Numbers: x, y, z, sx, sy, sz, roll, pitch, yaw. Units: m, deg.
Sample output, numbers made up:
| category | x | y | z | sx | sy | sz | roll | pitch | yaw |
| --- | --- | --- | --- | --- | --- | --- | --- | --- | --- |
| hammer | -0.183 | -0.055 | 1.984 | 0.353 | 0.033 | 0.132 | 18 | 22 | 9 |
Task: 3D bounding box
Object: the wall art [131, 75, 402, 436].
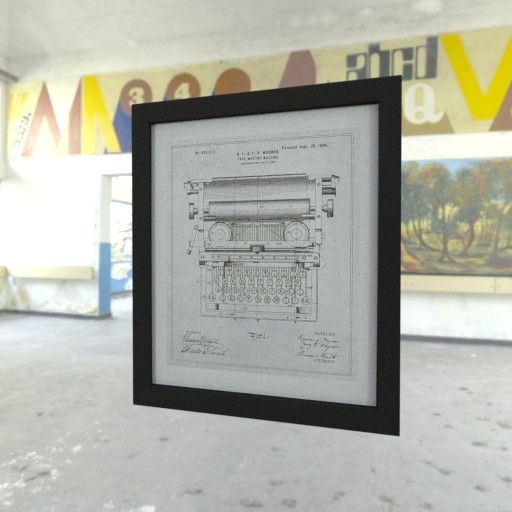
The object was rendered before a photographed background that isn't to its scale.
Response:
| category | x | y | z | sx | sy | sz | roll | pitch | yaw |
| --- | --- | --- | --- | --- | --- | --- | --- | --- | --- |
| wall art | 0.000 | 0.000 | 0.695 | 0.432 | 0.508 | 0.021 | 0 | 1 | 17 |
